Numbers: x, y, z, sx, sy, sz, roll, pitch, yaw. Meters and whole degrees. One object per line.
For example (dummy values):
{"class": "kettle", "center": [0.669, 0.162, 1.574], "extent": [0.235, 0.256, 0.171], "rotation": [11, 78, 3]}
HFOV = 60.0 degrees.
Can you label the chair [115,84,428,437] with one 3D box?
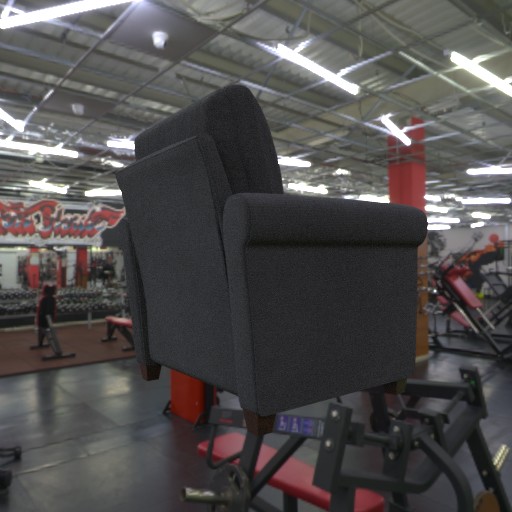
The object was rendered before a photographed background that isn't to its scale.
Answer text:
{"class": "chair", "center": [0.000, 0.000, 1.596], "extent": [0.828, 0.942, 0.867], "rotation": [1, -1, -38]}
